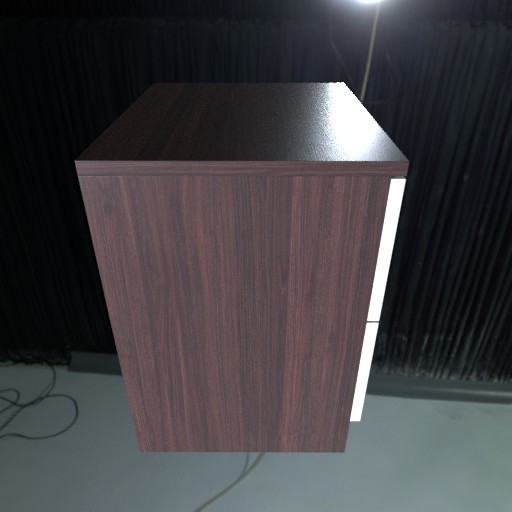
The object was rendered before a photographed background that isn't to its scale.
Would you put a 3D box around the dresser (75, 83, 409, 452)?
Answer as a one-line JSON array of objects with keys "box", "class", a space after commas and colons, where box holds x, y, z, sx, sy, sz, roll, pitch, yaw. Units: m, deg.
[{"box": [0.000, 0.000, 0.735, 0.360, 0.470, 0.400, 0, 32, 0], "class": "dresser"}]
